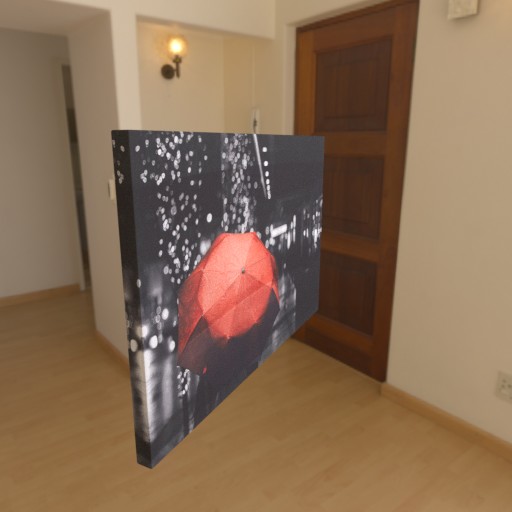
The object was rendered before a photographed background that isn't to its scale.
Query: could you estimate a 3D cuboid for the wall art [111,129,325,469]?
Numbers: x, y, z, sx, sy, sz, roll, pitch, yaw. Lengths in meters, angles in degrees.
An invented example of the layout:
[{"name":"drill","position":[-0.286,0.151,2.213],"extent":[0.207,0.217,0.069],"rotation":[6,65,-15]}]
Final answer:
[{"name":"wall art","position":[0.000,0.000,1.150],"extent":[0.038,0.609,0.914],"rotation":[7,16,26]}]
